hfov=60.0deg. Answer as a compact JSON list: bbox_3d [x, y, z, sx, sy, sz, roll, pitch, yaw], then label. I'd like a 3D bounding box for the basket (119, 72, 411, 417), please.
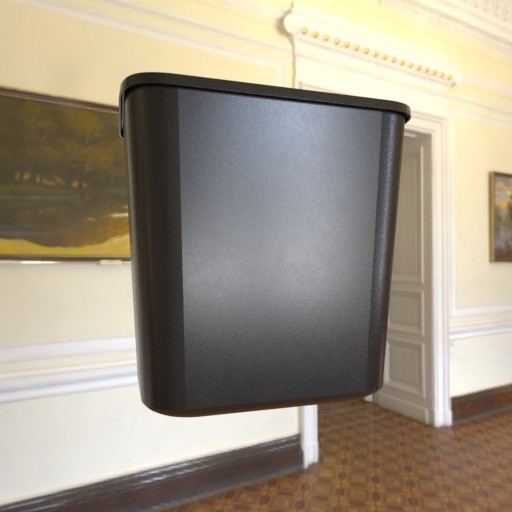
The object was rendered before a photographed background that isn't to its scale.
[{"bbox_3d":[0.000,0.000,0.505,0.300,0.307,0.211,0,-1,-17],"label":"basket"}]
